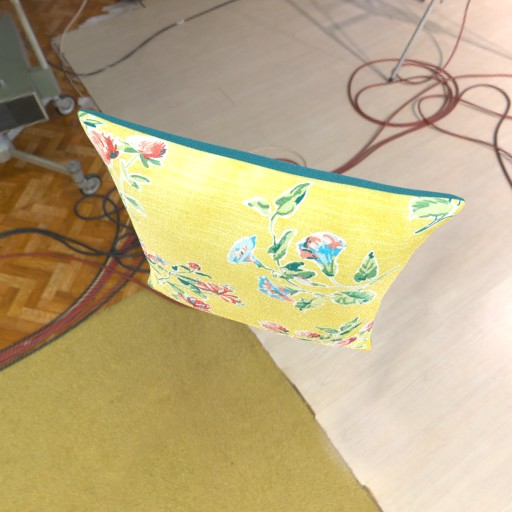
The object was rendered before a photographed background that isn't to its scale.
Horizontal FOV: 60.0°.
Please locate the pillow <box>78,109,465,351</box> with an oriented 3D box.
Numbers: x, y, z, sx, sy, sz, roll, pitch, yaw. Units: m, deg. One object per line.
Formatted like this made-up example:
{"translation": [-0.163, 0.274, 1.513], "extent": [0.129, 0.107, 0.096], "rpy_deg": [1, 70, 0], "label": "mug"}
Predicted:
{"translation": [0.000, 0.000, 0.785], "extent": [0.525, 0.508, 0.166], "rpy_deg": [15, 60, 9], "label": "pillow"}
